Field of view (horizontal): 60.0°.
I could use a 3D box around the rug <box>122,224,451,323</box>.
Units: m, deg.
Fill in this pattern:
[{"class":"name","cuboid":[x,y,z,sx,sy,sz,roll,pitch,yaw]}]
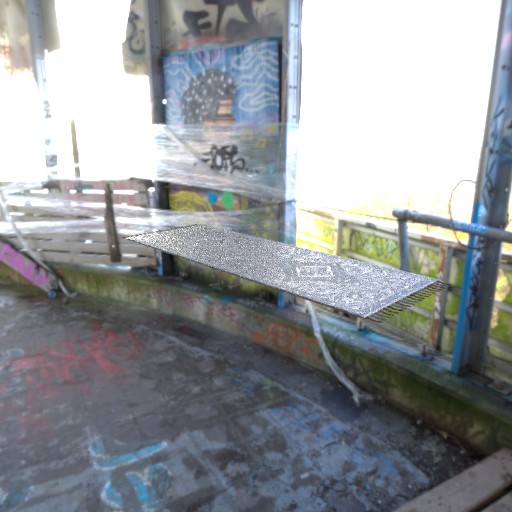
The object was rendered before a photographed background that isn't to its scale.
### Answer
[{"class":"rug","cuboid":[0.000,0.000,2.924,1.324,0.018,2.378,-8,18,-27]}]
